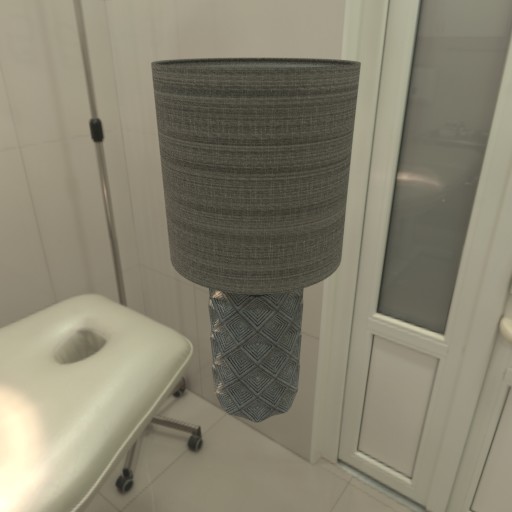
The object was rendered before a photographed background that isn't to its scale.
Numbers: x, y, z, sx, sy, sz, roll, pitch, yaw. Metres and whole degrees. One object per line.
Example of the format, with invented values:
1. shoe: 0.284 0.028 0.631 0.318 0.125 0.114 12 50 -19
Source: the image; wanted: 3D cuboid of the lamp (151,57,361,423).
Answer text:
1. lamp: 0.000 0.000 0.704 0.269 0.566 0.268 18 32 33
